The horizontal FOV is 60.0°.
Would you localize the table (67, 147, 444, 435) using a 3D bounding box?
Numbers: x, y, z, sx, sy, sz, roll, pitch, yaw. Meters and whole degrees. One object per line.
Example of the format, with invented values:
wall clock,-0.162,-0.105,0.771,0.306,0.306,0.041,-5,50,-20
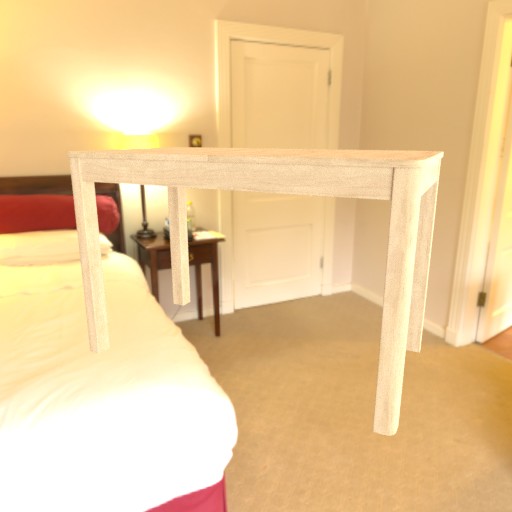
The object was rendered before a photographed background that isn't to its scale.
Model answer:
table,0.000,0.000,1.959,1.400,0.900,0.750,7,17,25
